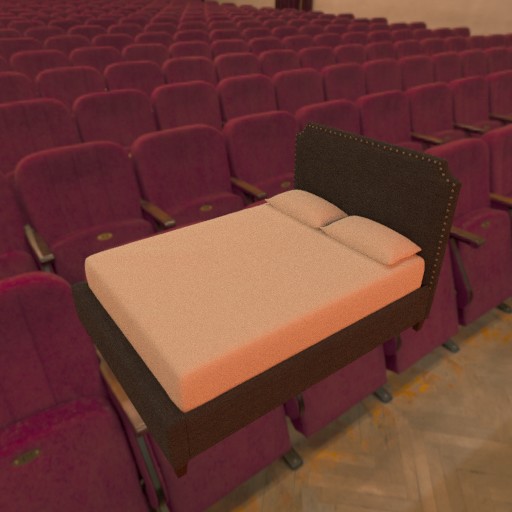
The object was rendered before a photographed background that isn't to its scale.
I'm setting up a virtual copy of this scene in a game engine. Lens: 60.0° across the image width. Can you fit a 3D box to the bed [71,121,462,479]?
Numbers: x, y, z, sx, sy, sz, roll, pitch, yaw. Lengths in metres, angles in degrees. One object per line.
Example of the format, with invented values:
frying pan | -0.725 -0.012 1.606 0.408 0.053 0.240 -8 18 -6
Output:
bed | 0.000 0.000 3.360 2.372 1.443 1.713 -20 35 -31
